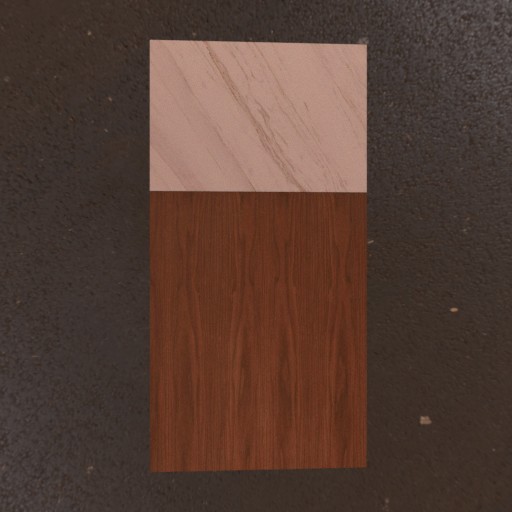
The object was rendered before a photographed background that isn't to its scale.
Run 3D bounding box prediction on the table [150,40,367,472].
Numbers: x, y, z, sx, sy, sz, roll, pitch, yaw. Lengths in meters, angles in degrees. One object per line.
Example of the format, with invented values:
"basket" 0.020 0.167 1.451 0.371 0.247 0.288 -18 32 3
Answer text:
"table" 0.000 0.000 1.886 0.789 0.551 1.553 0 90 -3
